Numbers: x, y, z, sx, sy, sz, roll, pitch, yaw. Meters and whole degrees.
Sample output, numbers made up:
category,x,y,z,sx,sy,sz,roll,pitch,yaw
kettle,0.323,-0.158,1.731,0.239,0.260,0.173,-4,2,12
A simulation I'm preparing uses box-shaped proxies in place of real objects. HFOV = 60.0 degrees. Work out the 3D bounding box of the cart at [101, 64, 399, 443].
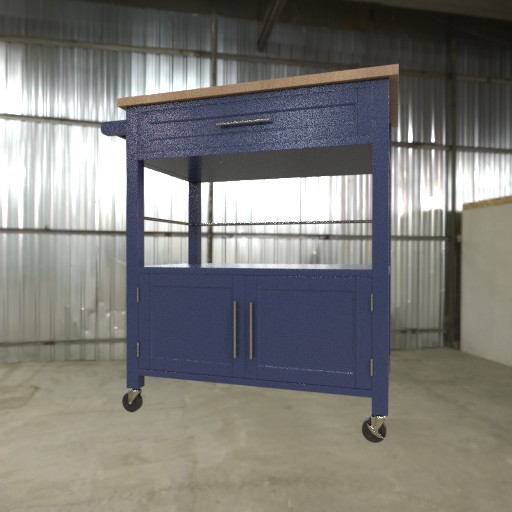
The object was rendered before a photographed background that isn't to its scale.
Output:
category,x,y,z,sx,sy,sz,roll,pitch,yaw
cart,0.000,0.000,1.378,0.840,0.901,0.459,0,0,18
